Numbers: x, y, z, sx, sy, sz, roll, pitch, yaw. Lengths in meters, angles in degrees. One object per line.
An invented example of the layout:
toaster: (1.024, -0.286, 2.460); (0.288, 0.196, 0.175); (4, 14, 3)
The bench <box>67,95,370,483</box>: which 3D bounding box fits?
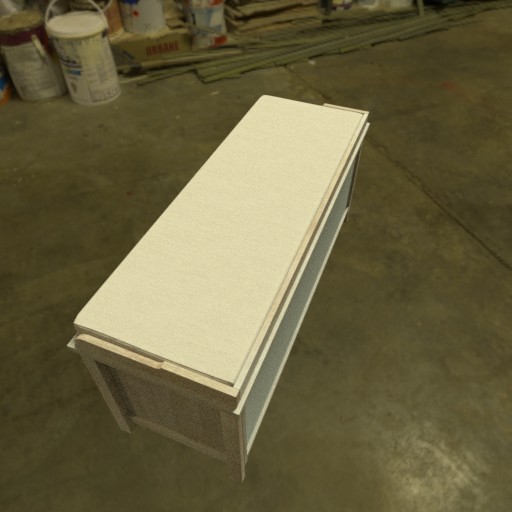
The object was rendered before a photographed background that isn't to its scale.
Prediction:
bench: (0.000, 0.000, 1.395); (0.398, 0.501, 1.140); (17, 49, 15)
